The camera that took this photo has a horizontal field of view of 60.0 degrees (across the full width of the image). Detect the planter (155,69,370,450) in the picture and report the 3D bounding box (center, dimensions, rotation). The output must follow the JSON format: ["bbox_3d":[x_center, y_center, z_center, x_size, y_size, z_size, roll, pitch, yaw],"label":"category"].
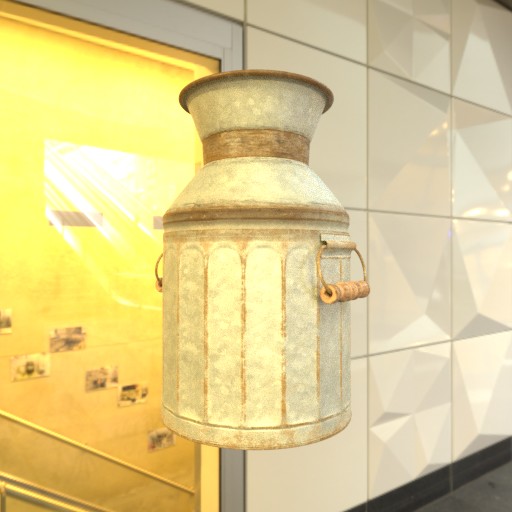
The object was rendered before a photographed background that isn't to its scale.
[{"bbox_3d":[0.000,0.000,0.511,0.248,0.358,0.215,0,0,36],"label":"planter"}]
